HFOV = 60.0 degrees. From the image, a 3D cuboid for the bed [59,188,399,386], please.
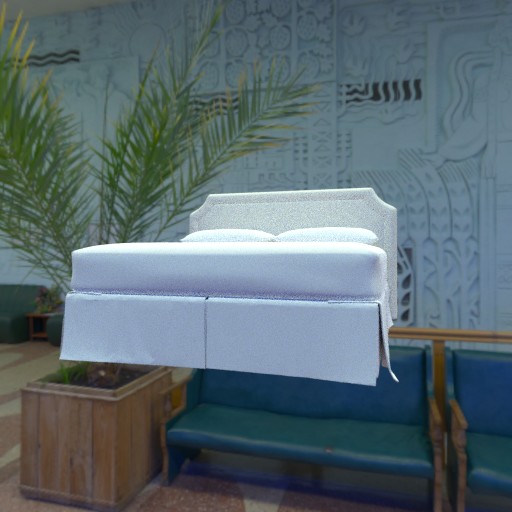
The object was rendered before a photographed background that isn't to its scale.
[{"bbox_3d":[0.000,0.000,3.536,2.160,1.301,2.204,0,1,17],"label":"bed"}]
